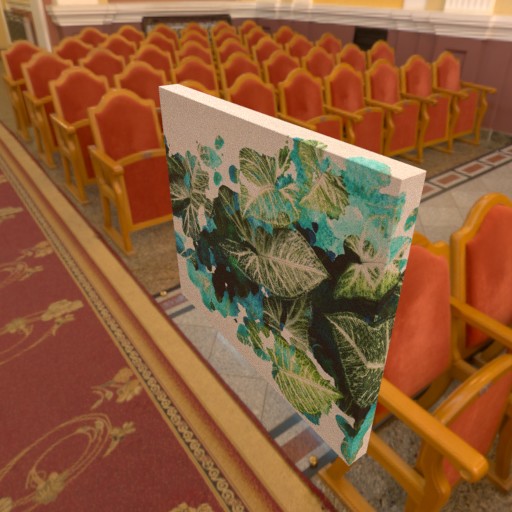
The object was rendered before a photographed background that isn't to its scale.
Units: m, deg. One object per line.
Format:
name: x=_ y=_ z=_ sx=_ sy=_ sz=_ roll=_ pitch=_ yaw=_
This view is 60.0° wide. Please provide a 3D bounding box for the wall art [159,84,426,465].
wall art: x=0.000 y=0.000 z=0.701 sx=0.041 sy=0.435 sz=0.507 roll=-21 pitch=38 yaw=-30
